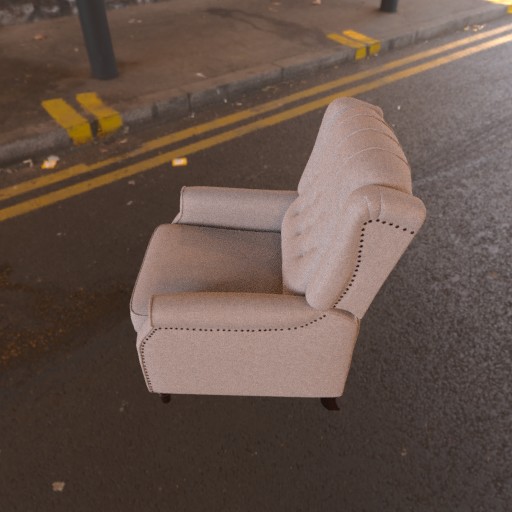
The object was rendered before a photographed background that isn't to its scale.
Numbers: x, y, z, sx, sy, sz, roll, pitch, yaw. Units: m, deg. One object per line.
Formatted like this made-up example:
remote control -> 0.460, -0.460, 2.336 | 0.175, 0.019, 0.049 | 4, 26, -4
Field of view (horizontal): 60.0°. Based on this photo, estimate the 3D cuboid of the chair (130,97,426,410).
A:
chair -> 0.000, 0.000, 1.669 | 0.902, 1.035, 0.742 | 1, 41, 1
